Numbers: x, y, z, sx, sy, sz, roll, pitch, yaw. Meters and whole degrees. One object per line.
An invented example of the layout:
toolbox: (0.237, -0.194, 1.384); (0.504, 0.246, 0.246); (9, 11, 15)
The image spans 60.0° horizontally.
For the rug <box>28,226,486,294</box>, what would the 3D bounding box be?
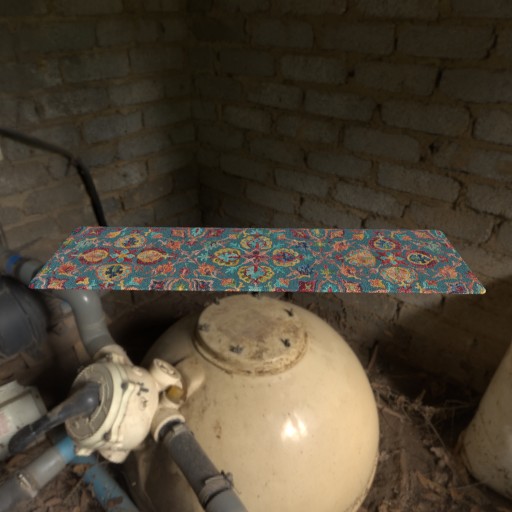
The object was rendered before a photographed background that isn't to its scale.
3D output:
rug: (0.000, 0.000, 2.489); (2.286, 0.013, 0.686); (1, 30, 1)
